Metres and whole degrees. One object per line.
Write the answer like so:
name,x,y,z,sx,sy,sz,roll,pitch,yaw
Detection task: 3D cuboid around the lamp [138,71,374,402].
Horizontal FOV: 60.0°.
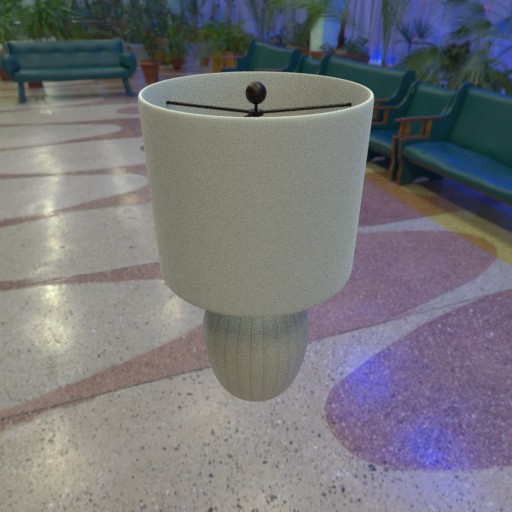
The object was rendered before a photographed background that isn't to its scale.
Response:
lamp,0.000,0.000,0.768,0.328,0.570,0.328,0,31,0
